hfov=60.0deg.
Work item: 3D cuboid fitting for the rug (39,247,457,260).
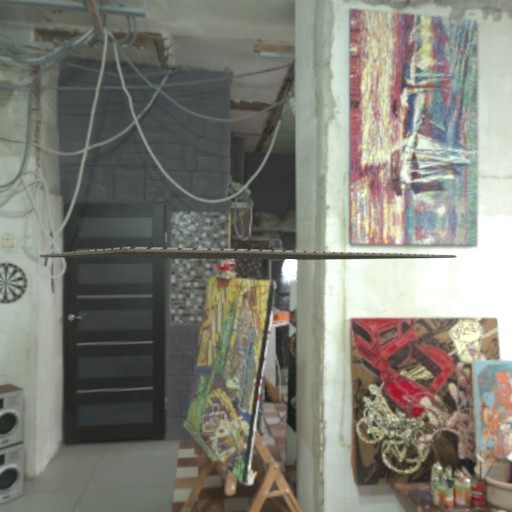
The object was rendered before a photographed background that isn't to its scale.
[{"bbox_3d":[0.000,0.000,3.013,2.406,0.023,1.539,1,-1,-37],"label":"rug"}]
